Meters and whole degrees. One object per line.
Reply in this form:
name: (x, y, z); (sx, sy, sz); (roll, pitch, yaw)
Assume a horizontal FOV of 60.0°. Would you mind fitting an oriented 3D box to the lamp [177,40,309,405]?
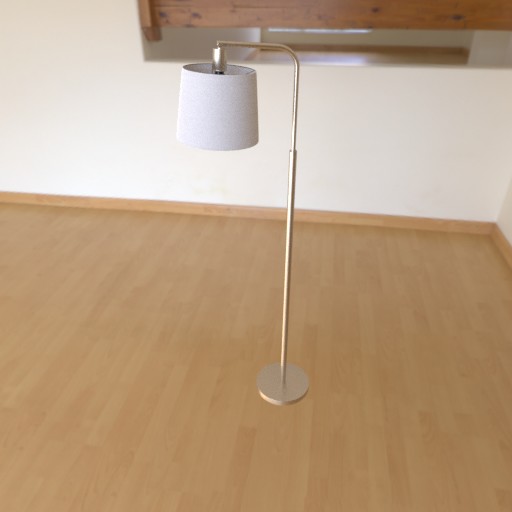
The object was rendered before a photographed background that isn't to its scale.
lamp: (0.000, 0.000, 1.674); (0.508, 1.478, 0.254); (-9, 33, -14)
